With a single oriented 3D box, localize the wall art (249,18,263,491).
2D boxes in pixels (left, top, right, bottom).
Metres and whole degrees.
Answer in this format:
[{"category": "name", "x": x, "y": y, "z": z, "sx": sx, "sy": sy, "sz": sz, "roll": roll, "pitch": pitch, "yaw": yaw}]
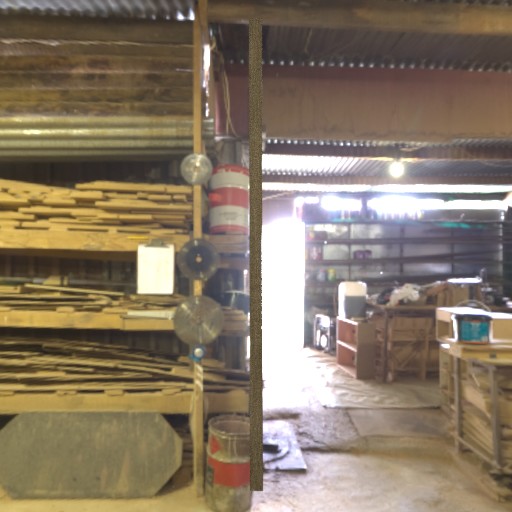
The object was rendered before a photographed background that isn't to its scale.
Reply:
[{"category": "wall art", "x": 0.000, "y": 0.000, "z": 1.348, "sx": 0.035, "sy": 1.022, "sz": 0.781, "roll": 0, "pitch": -1, "yaw": 0}]
